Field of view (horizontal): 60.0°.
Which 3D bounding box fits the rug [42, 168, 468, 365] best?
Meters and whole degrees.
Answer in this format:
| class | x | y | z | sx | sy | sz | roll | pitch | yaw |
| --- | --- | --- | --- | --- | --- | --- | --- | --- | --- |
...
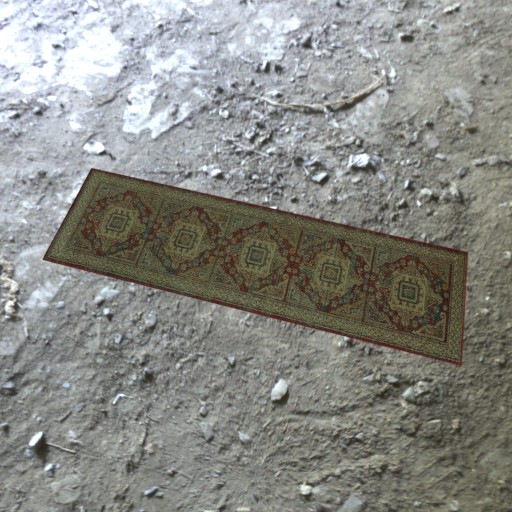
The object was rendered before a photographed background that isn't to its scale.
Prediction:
| class | x | y | z | sx | sy | sz | roll | pitch | yaw |
| --- | --- | --- | --- | --- | --- | --- | --- | --- | --- |
| rug | 0.000 | 0.000 | 2.481 | 2.292 | 0.015 | 0.659 | 13 | 64 | 7 |
